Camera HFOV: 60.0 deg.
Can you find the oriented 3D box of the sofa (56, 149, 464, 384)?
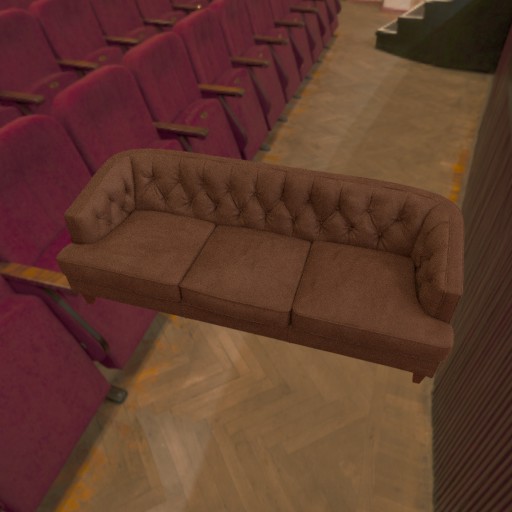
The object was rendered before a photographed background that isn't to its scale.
[{"bbox_3d":[0.000,0.000,2.688,2.227,0.787,0.927,11,42,13],"label":"sofa"}]
